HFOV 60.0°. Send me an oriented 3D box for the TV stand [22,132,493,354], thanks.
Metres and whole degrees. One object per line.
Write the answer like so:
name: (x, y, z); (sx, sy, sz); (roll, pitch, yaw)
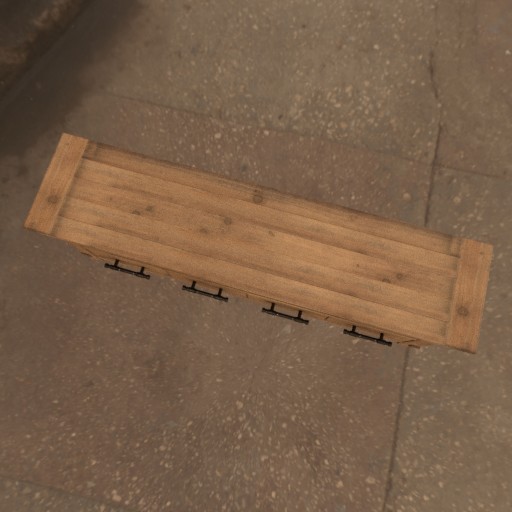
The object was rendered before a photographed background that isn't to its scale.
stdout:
TV stand: (0.000, 0.000, 2.016); (1.804, 0.573, 0.453); (15, 76, 4)
